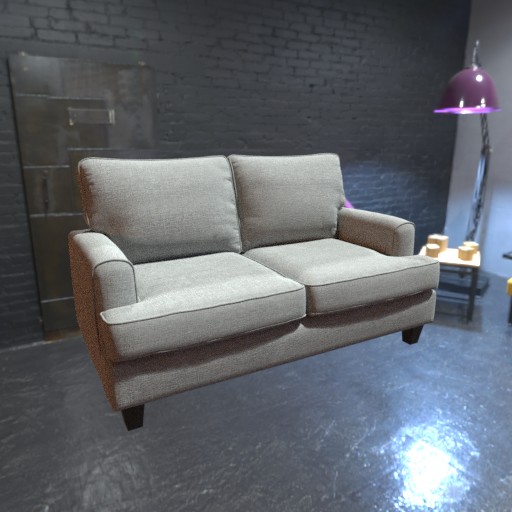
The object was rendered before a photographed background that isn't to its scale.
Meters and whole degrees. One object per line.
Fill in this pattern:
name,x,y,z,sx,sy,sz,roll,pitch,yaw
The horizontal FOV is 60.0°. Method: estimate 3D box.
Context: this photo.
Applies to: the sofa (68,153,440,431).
sofa,0.000,0.000,2.211,1.651,0.965,0.965,-8,17,-28
